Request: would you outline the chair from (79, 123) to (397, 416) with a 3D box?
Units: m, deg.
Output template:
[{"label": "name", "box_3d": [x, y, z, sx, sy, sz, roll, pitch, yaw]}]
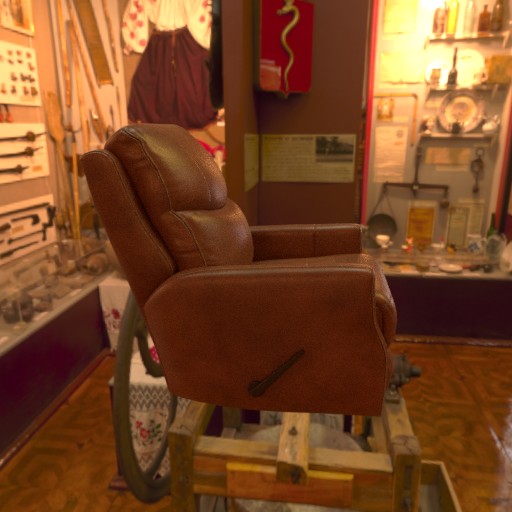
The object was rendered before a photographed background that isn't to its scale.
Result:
[{"label": "chair", "box_3d": [0.000, 0.000, 1.776, 1.072, 1.016, 0.821, 3, 16, 9]}]
